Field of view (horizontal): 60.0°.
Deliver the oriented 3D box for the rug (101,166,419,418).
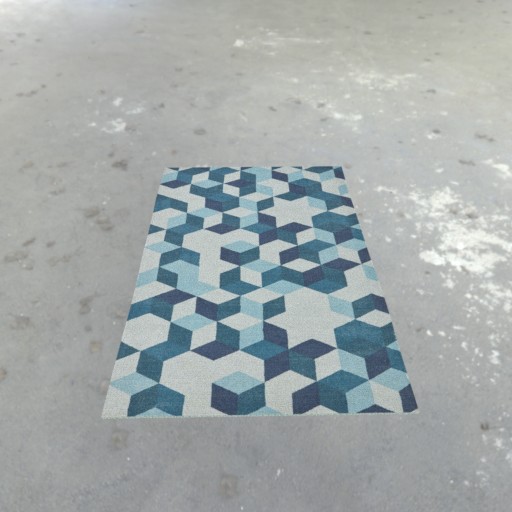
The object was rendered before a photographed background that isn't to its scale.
[{"bbox_3d":[0.000,0.000,2.376,1.235,0.014,1.829,-1,42,-1],"label":"rug"}]
